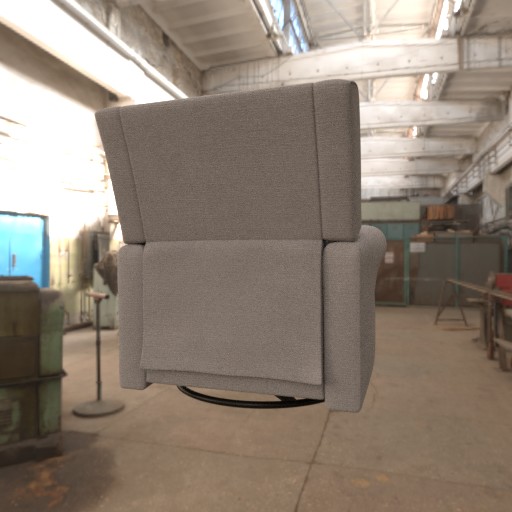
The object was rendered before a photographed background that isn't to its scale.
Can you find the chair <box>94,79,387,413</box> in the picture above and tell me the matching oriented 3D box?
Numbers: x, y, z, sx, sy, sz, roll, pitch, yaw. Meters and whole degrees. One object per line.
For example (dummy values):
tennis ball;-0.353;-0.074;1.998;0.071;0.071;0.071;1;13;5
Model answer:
chair;0.000;0.000;1.637;0.906;0.966;0.854;0;0;18
